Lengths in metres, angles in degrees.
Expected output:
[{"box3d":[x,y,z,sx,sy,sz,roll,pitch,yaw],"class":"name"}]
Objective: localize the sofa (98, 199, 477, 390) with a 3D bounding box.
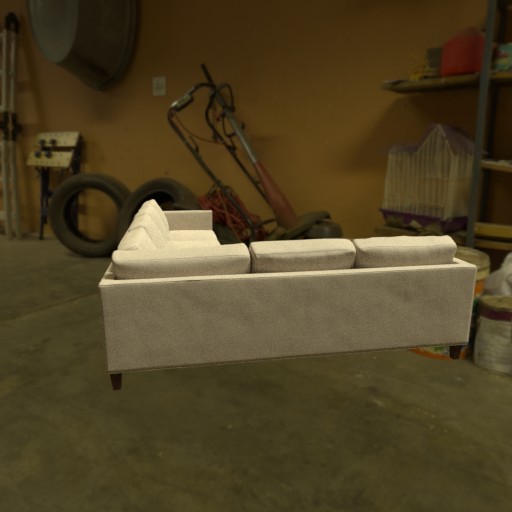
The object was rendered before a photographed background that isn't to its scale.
[{"box3d":[0.000,0.000,4.292,2.432,0.863,3.182,-2,14,-10],"class":"sofa"}]
